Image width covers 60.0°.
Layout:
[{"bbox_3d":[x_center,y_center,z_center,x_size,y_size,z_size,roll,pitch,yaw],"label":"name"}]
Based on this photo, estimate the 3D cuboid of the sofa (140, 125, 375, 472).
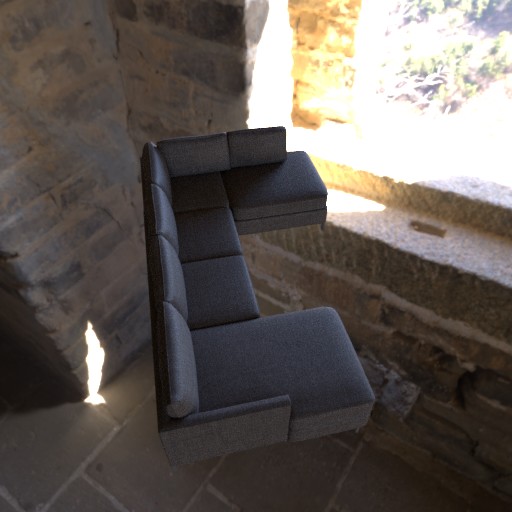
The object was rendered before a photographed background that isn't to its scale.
[{"bbox_3d":[0.000,0.000,4.353,2.048,0.999,3.423,-9,46,-9],"label":"sofa"}]
